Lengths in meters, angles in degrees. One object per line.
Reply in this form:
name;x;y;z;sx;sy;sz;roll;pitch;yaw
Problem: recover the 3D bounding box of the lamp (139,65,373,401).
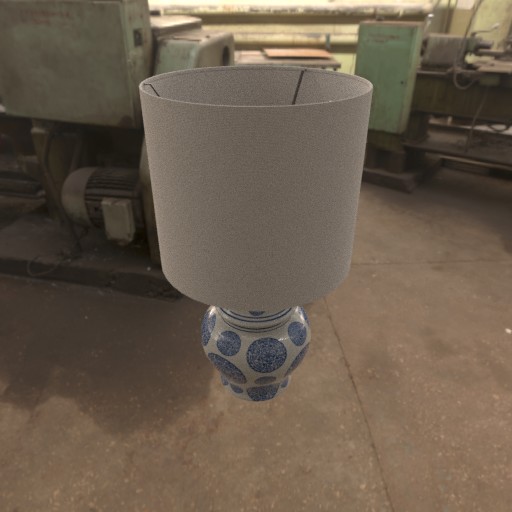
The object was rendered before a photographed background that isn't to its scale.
lamp;0.000;0.000;0.513;0.215;0.381;0.215;-1;31;-1
